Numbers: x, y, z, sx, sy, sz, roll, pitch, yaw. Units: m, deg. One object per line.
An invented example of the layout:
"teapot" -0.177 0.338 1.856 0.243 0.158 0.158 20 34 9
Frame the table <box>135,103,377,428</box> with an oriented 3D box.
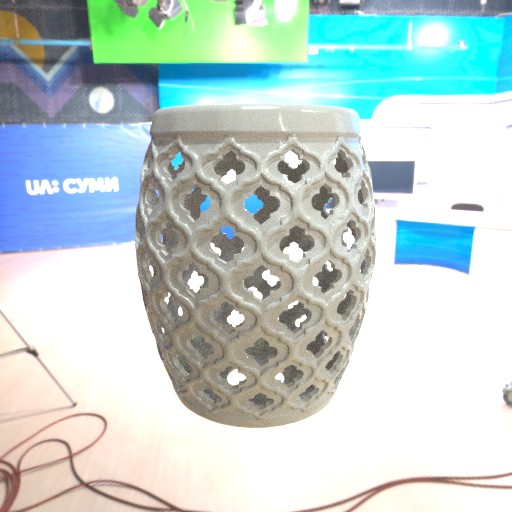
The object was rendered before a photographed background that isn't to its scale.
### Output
"table" 0.000 0.000 0.623 0.325 0.388 0.325 0 15 0
